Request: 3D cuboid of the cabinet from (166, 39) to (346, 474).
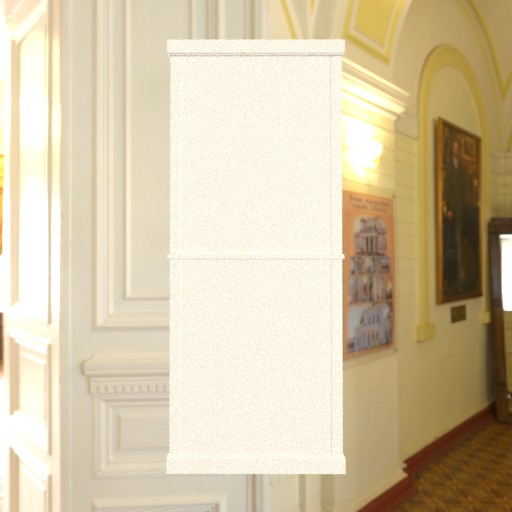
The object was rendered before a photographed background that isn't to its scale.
[{"bbox_3d":[0.000,0.000,2.058,0.754,1.829,0.390,0,-1,0],"label":"cabinet"}]
